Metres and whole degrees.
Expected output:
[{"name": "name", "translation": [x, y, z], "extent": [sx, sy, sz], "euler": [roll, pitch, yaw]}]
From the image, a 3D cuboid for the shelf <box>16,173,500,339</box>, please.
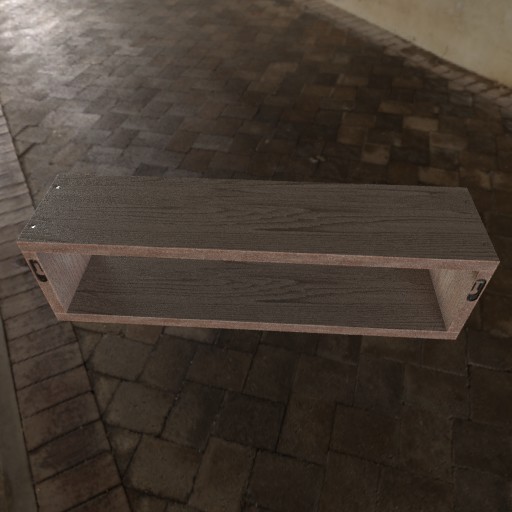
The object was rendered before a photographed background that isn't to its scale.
[{"name": "shelf", "translation": [0.000, 0.000, 0.670], "extent": [0.610, 0.170, 0.150], "euler": [2, 46, 2]}]
